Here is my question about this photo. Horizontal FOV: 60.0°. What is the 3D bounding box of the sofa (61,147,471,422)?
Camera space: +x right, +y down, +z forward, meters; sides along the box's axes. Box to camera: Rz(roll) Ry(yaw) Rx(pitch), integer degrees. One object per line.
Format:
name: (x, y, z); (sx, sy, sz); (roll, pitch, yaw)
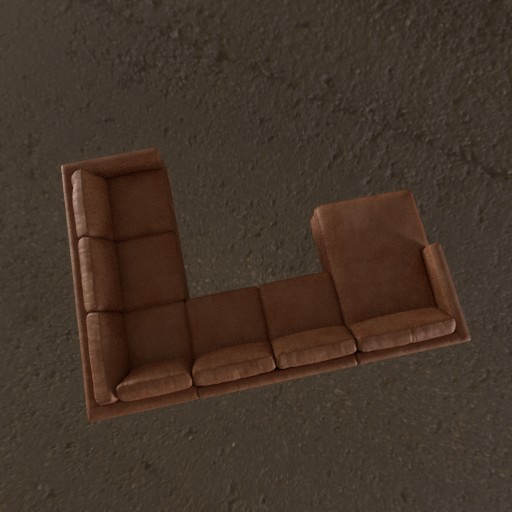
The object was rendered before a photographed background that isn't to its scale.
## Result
sofa: (0.000, 0.000, 4.409); (3.401, 0.832, 2.430); (-11, 76, -3)
